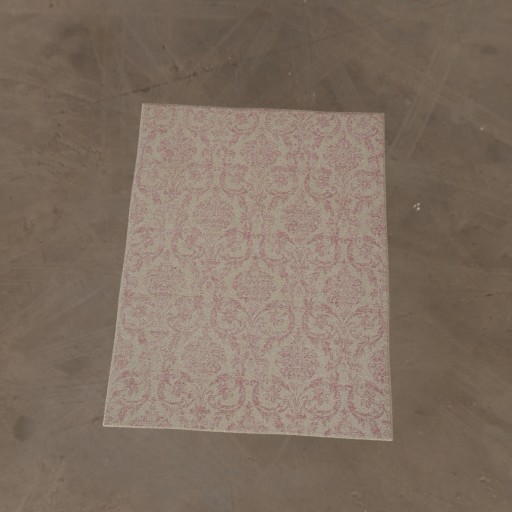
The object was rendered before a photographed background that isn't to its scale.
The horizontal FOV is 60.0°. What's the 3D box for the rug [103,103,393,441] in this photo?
[{"bbox_3d":[0.000,0.000,3.967,2.363,0.012,2.980,3,76,1],"label":"rug"}]
